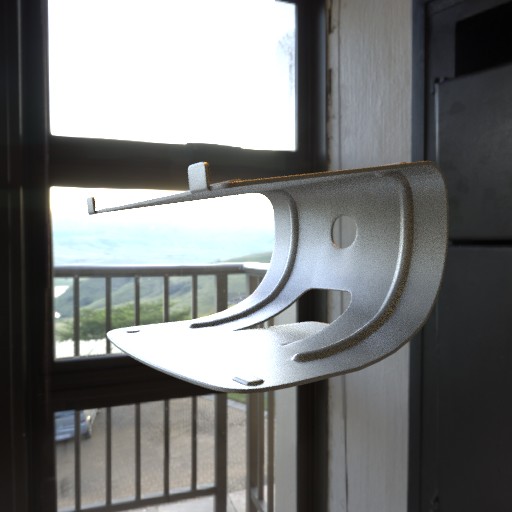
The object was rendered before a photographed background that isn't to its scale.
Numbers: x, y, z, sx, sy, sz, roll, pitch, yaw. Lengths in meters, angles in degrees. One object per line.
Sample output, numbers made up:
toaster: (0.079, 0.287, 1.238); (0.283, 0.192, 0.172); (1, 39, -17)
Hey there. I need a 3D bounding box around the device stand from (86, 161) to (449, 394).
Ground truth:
device stand: (0.000, 0.000, 0.403); (0.236, 0.155, 0.256); (-1, 2, -36)
